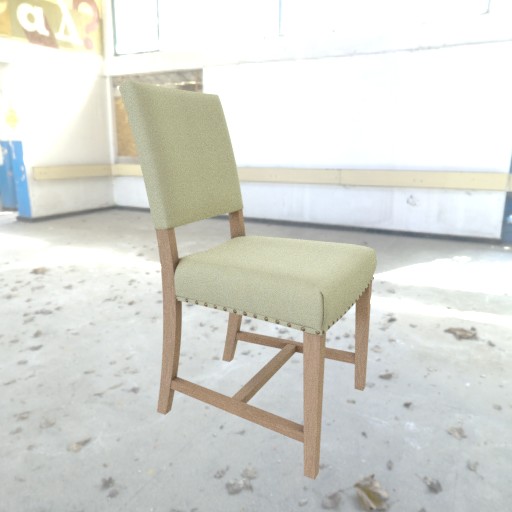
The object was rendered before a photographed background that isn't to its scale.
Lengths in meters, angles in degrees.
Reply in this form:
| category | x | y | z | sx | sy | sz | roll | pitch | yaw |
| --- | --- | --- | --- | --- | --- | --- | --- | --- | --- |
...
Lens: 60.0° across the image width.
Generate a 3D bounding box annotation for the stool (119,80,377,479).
| category | x | y | z | sx | sy | sz | roll | pitch | yaw |
| --- | --- | --- | --- | --- | --- | --- | --- | --- | --- |
| stool | 0.000 | 0.000 | 1.347 | 0.623 | 0.986 | 0.508 | 8 | 16 | 27 |
